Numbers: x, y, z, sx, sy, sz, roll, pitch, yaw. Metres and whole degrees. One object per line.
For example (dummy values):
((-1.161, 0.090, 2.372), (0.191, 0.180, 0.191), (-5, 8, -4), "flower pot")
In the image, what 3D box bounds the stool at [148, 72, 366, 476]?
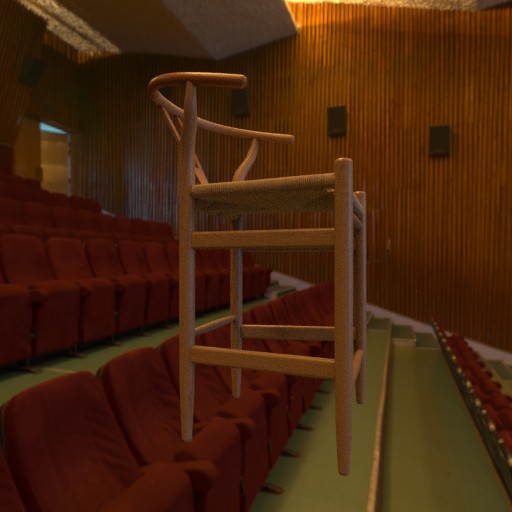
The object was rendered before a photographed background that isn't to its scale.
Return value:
((0.000, 0.000, 1.246), (0.575, 0.923, 0.536), (0, 0, 17), "stool")
